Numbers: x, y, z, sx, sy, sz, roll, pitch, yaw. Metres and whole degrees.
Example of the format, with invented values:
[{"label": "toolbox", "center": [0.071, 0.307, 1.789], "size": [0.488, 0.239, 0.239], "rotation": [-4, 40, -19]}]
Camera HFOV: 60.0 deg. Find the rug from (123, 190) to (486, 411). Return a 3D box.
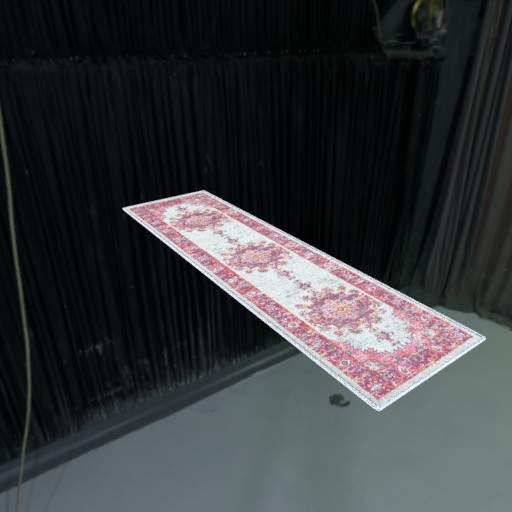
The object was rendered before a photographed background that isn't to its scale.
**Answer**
[{"label": "rug", "center": [0.000, 0.000, 2.458], "size": [0.666, 0.011, 2.294], "rotation": [-18, 32, -31]}]
